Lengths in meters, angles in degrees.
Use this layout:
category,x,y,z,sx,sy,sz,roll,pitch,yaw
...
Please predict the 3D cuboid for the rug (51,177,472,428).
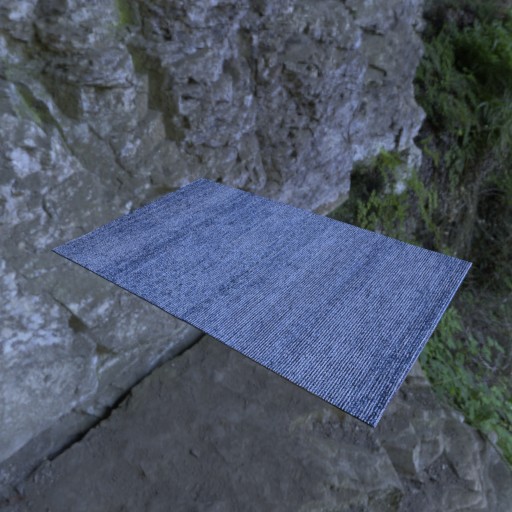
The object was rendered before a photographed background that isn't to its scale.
category,x,y,z,sx,sy,sz,roll,pitch,yaw
rug,0.000,0.000,2.231,1.793,0.025,1.159,22,39,30
